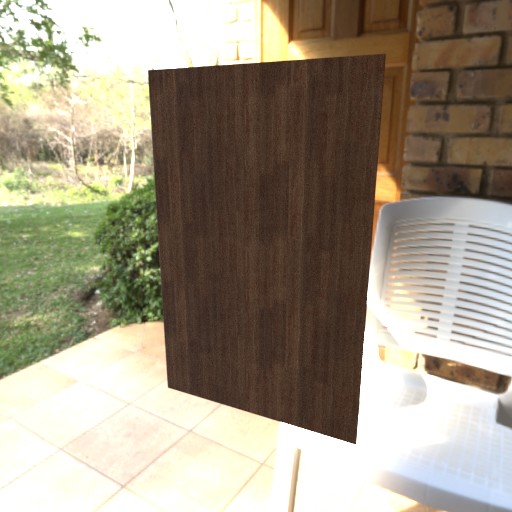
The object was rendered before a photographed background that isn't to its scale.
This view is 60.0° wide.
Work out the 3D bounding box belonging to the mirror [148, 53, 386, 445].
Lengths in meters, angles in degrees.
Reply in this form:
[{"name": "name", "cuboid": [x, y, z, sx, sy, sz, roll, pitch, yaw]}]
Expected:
[{"name": "mirror", "cuboid": [0.000, 0.000, 1.261, 0.651, 1.010, 0.047, 8, 18, 25]}]
